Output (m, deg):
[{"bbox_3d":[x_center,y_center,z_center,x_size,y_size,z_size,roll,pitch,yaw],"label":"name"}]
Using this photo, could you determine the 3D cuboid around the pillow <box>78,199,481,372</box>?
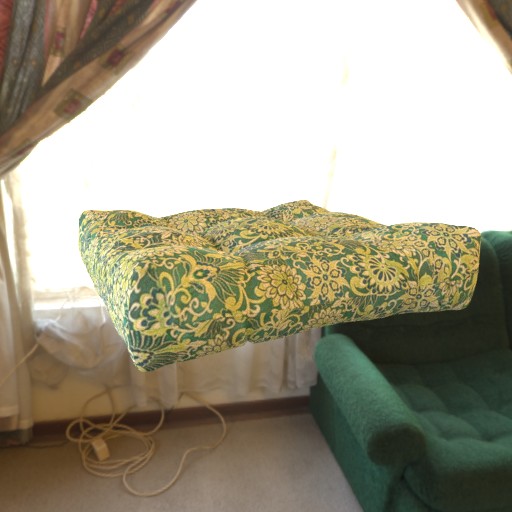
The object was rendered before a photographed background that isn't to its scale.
[{"bbox_3d":[0.000,0.000,0.701,0.490,0.128,0.468,-7,15,-26],"label":"pillow"}]
